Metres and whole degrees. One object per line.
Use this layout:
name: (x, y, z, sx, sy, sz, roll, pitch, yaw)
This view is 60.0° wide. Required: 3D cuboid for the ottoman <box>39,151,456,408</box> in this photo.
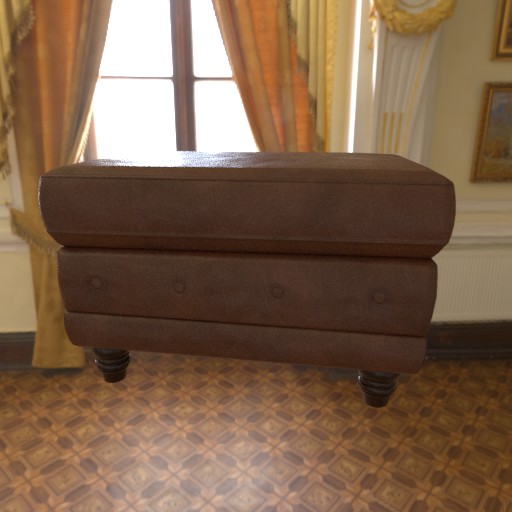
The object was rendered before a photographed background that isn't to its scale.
ottoman: (0.000, 0.000, 1.140, 0.795, 0.509, 0.588, 3, 17, 9)
